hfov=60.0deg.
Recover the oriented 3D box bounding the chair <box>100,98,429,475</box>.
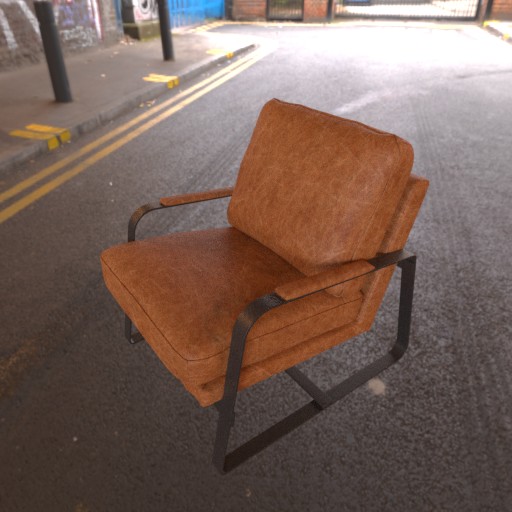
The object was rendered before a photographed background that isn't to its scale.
[{"bbox_3d":[0.000,0.000,1.338,0.801,0.777,0.651,-21,38,-30],"label":"chair"}]
